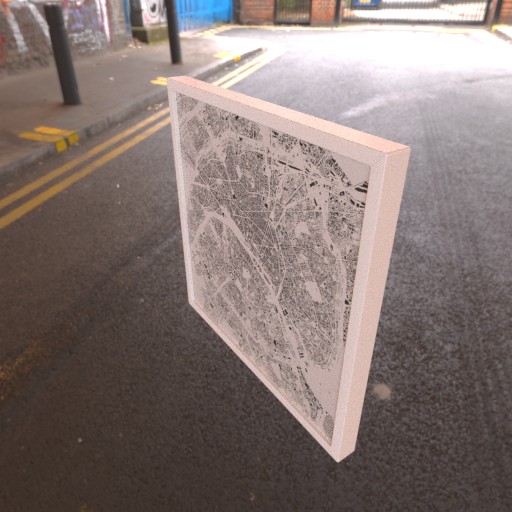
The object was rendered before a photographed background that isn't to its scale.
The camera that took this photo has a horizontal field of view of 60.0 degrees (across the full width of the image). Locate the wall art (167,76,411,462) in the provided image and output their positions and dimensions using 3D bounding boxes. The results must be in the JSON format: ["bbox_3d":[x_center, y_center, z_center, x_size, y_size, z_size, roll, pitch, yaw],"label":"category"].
[{"bbox_3d":[0.000,0.000,0.760,0.038,0.508,0.508,-20,37,-29],"label":"wall art"}]
